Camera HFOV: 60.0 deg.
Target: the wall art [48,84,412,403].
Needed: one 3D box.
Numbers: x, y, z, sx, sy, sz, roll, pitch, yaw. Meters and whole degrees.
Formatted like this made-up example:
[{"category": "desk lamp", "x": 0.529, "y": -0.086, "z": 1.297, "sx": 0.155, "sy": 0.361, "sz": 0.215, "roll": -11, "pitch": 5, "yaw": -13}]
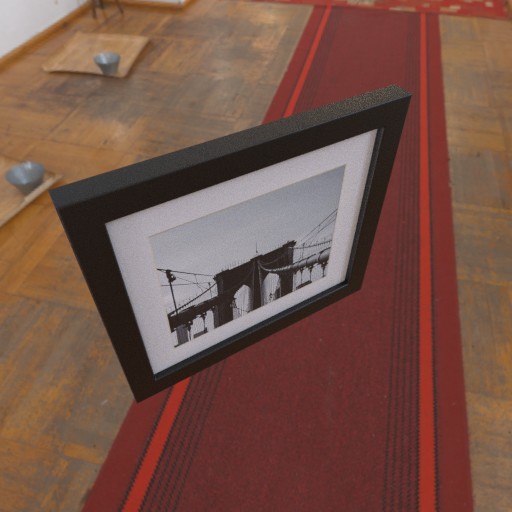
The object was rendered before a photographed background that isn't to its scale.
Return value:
[{"category": "wall art", "x": 0.000, "y": 0.000, "z": 0.540, "sx": 0.380, "sy": 0.330, "sz": 0.028, "roll": -23, "pitch": 50, "yaw": -21}]
